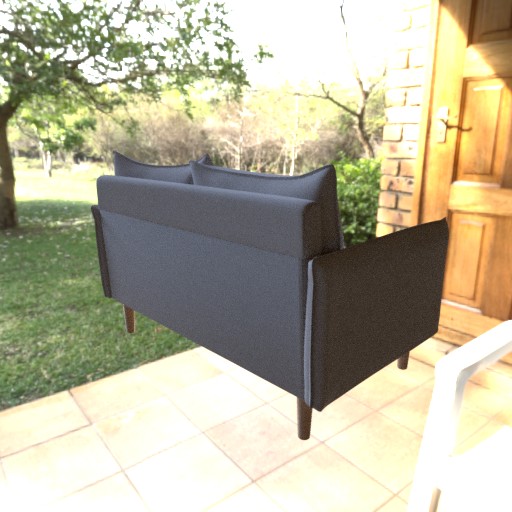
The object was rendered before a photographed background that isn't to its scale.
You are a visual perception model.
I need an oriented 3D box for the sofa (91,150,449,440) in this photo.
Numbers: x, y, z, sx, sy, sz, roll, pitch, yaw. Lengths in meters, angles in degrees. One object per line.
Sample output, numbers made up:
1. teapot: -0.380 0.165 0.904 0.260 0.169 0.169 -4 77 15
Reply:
1. sofa: 0.000 0.000 1.839 0.820 0.840 1.300 -14 20 -42
